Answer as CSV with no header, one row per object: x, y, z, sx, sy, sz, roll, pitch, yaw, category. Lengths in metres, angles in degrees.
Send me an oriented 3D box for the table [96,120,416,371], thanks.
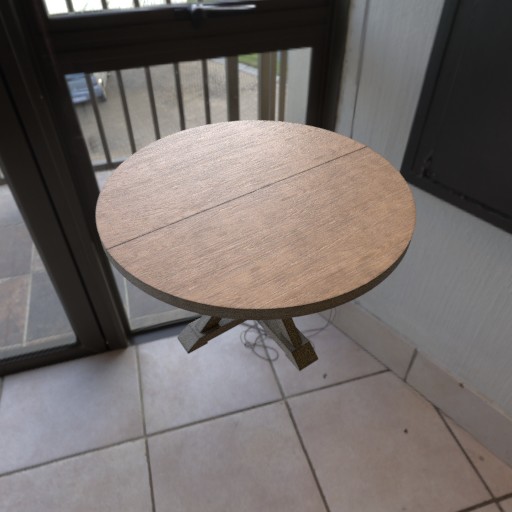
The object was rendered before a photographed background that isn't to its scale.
0.000,0.000,2.208,1.363,0.781,1.363,0,43,0,table
